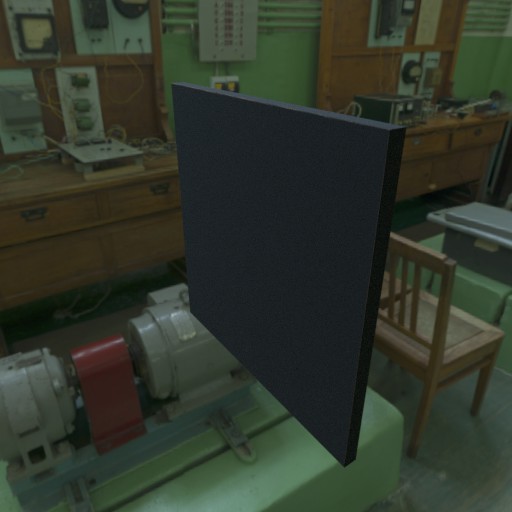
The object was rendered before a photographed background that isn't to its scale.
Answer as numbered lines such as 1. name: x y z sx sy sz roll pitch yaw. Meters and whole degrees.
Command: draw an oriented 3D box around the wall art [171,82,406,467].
1. wall art: 0.000 0.000 1.129 0.038 0.762 0.762 -18 32 -31
